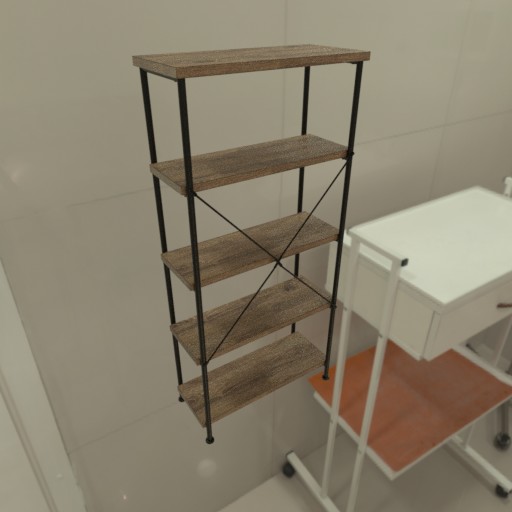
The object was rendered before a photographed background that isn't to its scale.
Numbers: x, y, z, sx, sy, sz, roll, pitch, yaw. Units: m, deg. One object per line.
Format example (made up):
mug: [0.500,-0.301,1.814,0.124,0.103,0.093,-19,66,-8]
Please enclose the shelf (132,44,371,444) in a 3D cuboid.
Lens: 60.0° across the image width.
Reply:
shelf: [0.000,0.000,2.035,0.800,1.700,0.360,-19,35,-29]
